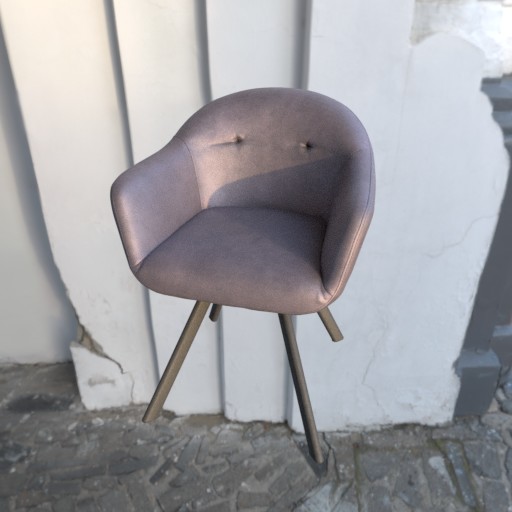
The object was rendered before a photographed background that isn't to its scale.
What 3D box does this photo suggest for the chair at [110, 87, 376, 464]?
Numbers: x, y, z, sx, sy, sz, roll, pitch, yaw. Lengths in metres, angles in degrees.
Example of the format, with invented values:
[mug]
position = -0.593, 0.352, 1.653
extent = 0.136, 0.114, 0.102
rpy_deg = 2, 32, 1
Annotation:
[chair]
position = 0.000, 0.000, 1.167
extent = 0.567, 0.781, 0.544
rpy_deg = 7, 28, 14
